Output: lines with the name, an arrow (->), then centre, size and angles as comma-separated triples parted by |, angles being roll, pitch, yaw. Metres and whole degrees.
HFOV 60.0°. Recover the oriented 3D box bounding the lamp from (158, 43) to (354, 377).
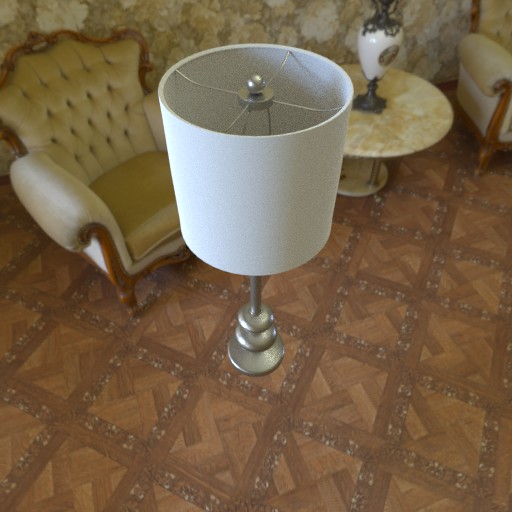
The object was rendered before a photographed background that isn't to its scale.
lamp -> 0.000, 0.000, 0.824 | 0.254, 0.690, 0.254 | 18, 50, 16
